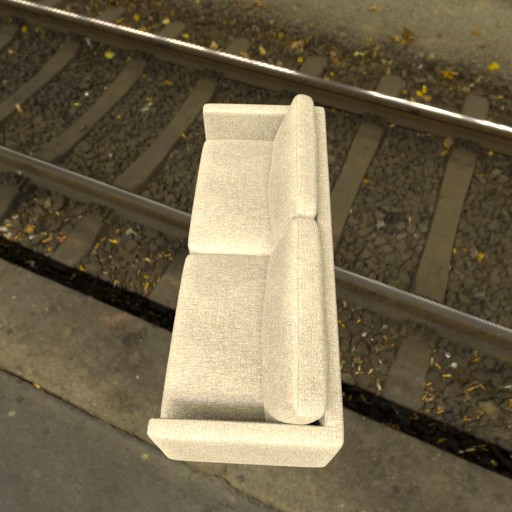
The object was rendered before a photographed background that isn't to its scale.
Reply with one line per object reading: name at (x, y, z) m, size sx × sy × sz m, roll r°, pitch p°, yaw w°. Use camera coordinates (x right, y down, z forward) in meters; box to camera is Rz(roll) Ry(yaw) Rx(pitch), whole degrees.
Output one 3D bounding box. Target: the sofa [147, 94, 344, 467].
sofa at (0.000, 0.000, 2.927) m, size 0.948 × 0.951 × 2.434 m, roll 2°, pitch 57°, yaw 1°
